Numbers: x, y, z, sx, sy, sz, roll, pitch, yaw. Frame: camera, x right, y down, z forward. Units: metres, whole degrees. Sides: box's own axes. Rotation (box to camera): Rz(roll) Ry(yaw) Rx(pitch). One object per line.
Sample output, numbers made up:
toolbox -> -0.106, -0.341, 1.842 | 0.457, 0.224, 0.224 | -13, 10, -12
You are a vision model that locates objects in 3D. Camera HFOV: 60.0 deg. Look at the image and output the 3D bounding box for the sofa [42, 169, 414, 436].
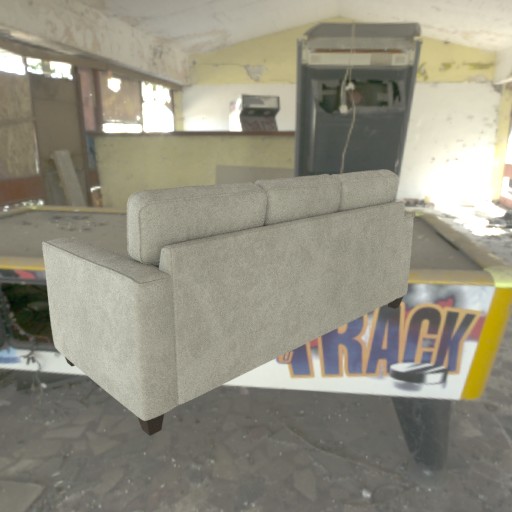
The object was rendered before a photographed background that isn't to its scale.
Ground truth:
sofa -> 0.000, 0.000, 2.635 | 2.133, 0.965, 0.939 | -14, 20, -43
